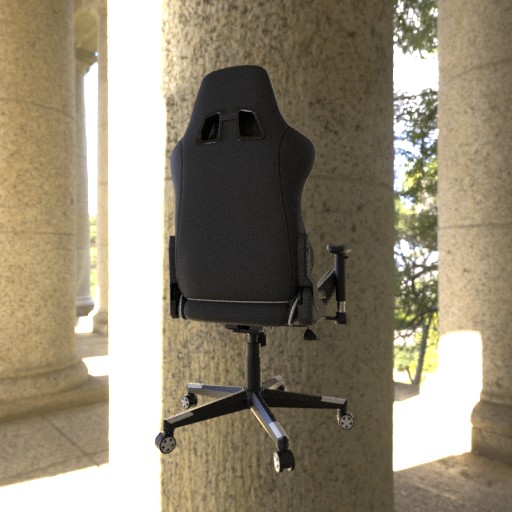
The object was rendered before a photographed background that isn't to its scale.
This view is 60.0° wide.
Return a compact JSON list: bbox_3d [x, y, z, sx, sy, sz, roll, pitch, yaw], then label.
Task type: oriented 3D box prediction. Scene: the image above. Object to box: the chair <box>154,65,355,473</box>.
[{"bbox_3d":[0.000,0.000,1.639,0.700,1.240,0.700,0,0,19],"label":"chair"}]
